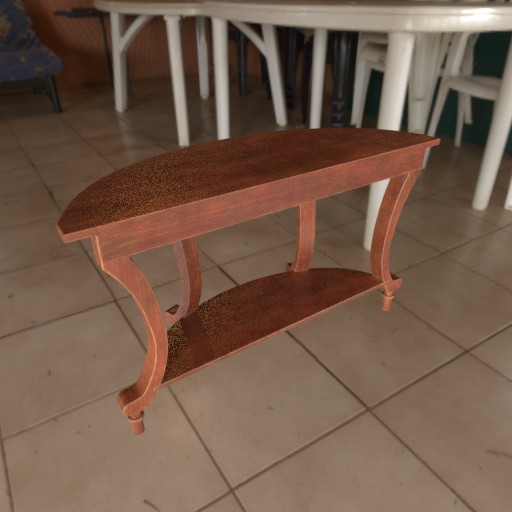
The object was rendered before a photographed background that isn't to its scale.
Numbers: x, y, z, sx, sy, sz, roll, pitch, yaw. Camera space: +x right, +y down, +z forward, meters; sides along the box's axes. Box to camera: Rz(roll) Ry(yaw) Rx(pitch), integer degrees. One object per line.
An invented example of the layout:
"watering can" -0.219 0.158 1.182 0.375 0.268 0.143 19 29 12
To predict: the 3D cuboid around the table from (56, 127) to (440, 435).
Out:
"table" 0.000 0.000 1.495 1.198 0.699 0.394 -19 36 -28
